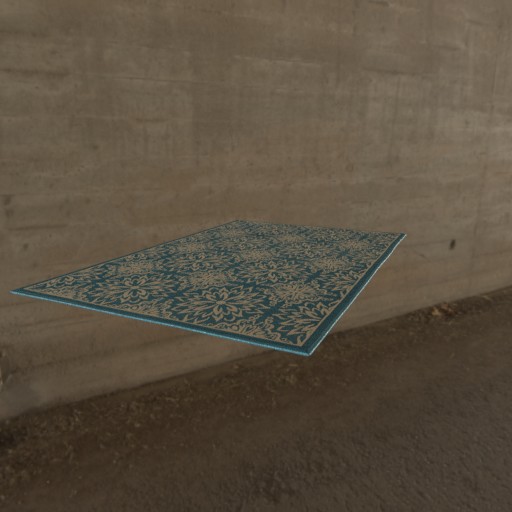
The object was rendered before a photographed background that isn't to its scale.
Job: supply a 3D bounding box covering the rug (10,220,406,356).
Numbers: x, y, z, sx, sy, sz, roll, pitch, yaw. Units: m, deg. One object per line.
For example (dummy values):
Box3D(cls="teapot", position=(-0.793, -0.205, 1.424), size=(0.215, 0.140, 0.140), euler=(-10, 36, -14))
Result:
Box3D(cls="rug", position=(0.000, 0.000, 2.243), size=(1.211, 0.012, 1.833), euler=(7, 16, 25))
